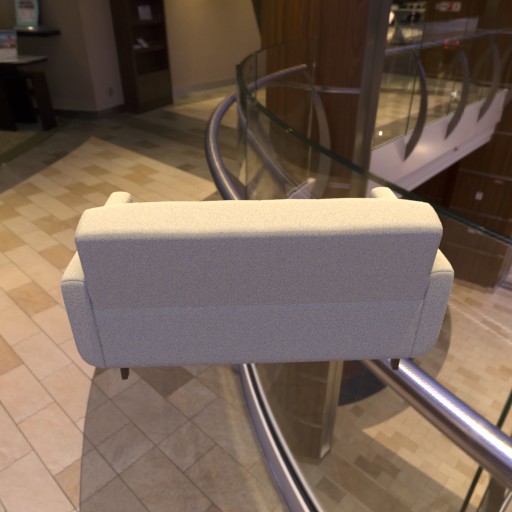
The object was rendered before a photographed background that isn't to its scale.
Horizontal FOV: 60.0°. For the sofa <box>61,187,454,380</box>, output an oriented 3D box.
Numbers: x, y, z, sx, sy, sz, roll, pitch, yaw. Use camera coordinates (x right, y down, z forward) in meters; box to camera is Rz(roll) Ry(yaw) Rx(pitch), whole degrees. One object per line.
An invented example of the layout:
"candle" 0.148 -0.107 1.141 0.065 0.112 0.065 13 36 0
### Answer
"sofa" 0.000 0.000 2.284 1.655 0.892 0.980 -1 31 -2
